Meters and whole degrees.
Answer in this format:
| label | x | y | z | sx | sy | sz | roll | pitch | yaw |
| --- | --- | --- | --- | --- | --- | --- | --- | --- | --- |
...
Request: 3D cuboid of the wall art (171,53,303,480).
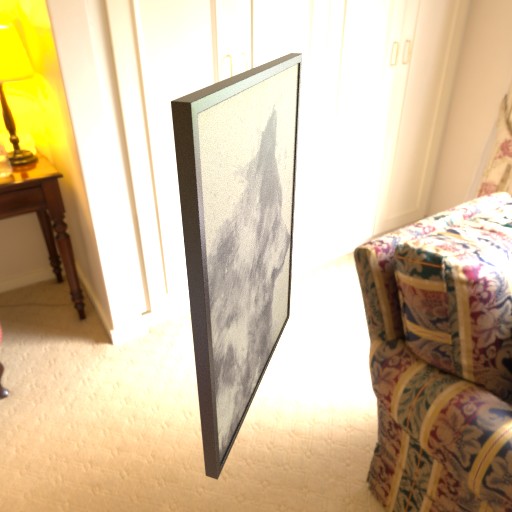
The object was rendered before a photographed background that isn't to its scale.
| label | x | y | z | sx | sy | sz | roll | pitch | yaw |
| --- | --- | --- | --- | --- | --- | --- | --- | --- | --- |
| wall art | 0.000 | 0.000 | 1.359 | 0.039 | 1.061 | 0.804 | 10 | 32 | 16 |
